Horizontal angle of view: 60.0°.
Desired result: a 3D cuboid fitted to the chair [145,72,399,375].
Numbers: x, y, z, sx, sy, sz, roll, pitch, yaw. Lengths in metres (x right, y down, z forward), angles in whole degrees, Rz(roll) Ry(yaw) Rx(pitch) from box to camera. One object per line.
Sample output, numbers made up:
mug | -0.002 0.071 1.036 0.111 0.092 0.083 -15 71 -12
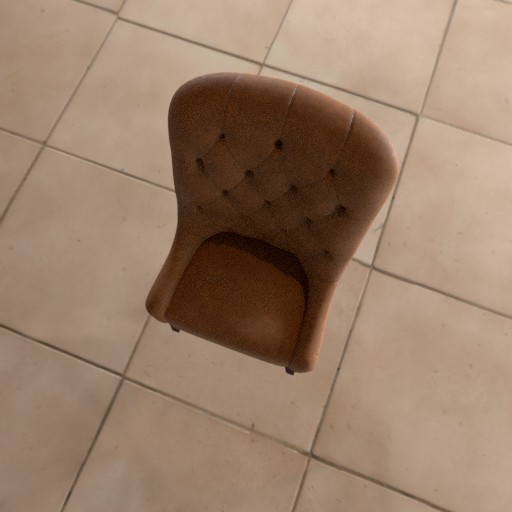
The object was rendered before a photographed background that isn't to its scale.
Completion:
chair | 0.000 0.000 1.525 0.634 1.091 0.629 19 75 5
